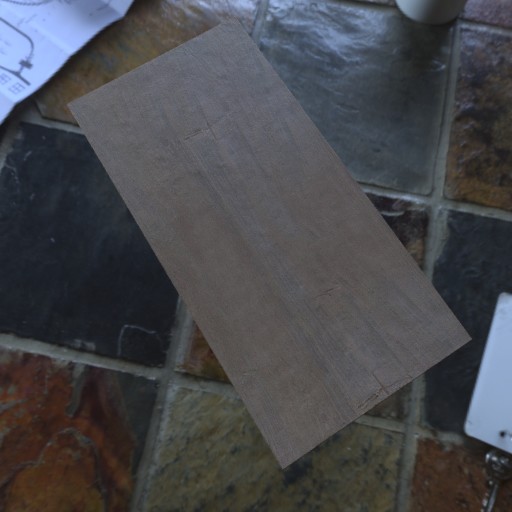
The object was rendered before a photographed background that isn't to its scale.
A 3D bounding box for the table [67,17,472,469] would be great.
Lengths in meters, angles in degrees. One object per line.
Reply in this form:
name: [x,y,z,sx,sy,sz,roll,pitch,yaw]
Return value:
table: [0.000,0.000,1.613,0.556,0.914,1.119,-31,78,-7]
